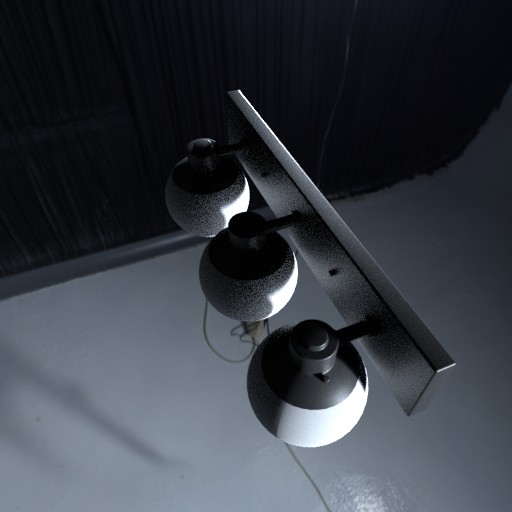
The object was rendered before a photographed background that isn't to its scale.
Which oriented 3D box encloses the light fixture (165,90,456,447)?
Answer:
[{"bbox_3d":[0.000,0.000,0.818,0.218,0.263,0.721,-17,50,-15],"label":"light fixture"}]
